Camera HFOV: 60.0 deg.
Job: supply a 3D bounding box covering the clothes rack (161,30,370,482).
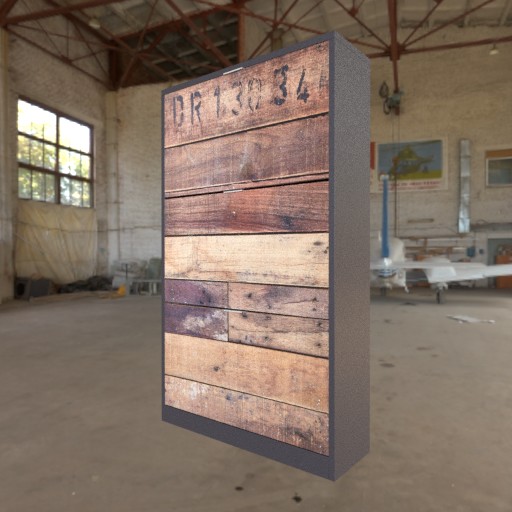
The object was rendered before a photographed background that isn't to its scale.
[{"bbox_3d":[0.000,0.000,1.578,0.750,1.280,0.250,0,0,38],"label":"clothes rack"}]
